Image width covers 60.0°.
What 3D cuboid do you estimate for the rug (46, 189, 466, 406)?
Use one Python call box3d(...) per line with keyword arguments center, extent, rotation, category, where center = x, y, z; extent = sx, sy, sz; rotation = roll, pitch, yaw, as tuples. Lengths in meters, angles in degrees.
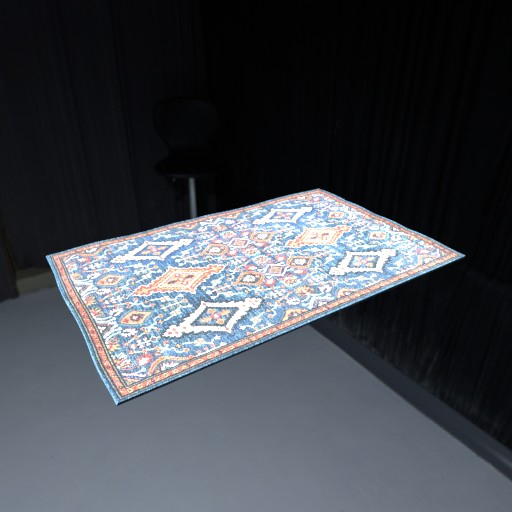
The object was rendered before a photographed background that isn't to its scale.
box3d(center=(0.000, 0.000, 2.296), extent=(1.847, 0.014, 1.195), rotation=(-17, 33, -28), category="rug")
